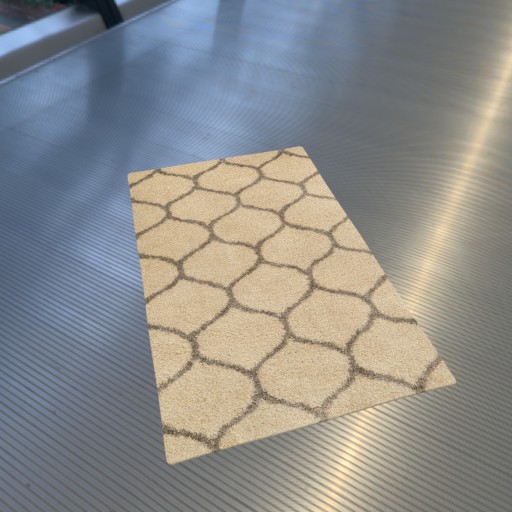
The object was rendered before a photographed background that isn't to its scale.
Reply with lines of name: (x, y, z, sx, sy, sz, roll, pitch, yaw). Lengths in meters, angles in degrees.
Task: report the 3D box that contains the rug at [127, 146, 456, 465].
rug: (0.000, 0.000, 2.939, 1.501, 0.024, 2.348, -11, 47, -11)
